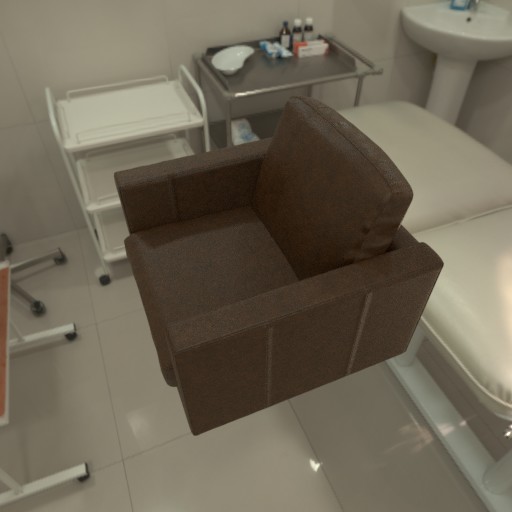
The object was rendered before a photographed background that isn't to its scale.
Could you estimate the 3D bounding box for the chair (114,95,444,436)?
[{"bbox_3d":[0.000,0.000,1.690,0.909,0.956,0.890,-17,48,-16],"label":"chair"}]
